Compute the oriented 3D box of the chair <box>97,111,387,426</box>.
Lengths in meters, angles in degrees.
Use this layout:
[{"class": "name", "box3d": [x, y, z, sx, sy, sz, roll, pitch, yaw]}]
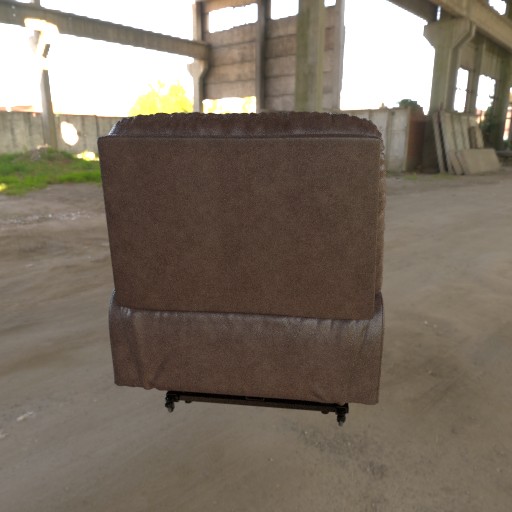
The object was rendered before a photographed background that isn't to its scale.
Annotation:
[{"class": "chair", "box3d": [0.000, 0.000, 1.722, 0.940, 1.041, 0.879, 2, 15, 7]}]
